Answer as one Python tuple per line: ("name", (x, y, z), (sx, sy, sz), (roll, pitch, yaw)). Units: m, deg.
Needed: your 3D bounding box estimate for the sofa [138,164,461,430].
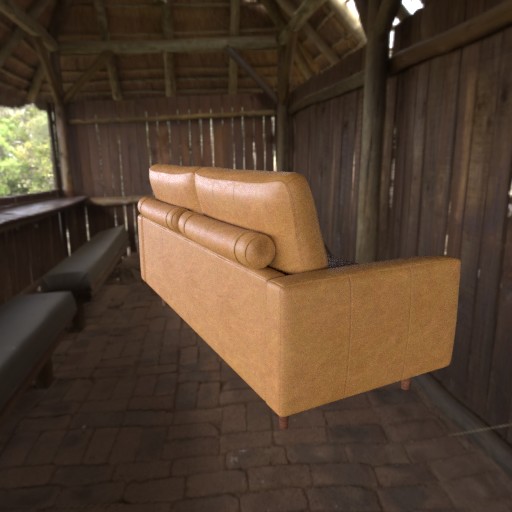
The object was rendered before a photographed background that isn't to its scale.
("sofa", (0.000, 0.000, 2.252), (0.850, 0.898, 1.821), (-7, 15, -27))
